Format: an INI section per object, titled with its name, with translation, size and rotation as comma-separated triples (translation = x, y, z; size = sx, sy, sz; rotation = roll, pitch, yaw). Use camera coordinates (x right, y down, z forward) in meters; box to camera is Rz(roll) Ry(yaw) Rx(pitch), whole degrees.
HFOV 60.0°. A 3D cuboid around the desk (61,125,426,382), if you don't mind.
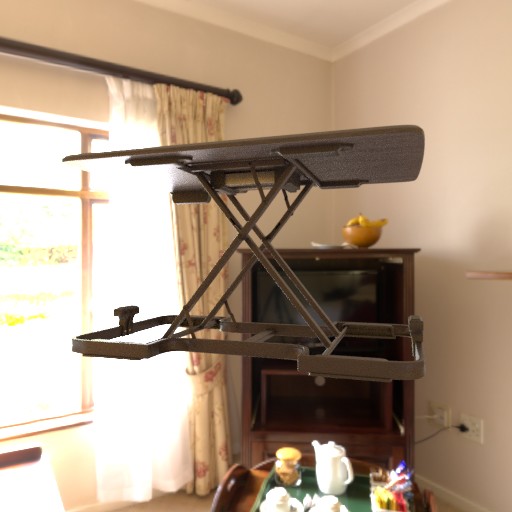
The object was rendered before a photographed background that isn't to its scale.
[desk]
translation = 0.000, 0.000, 1.163
size = 0.820, 0.470, 0.546
rotation = 0, 0, 18
